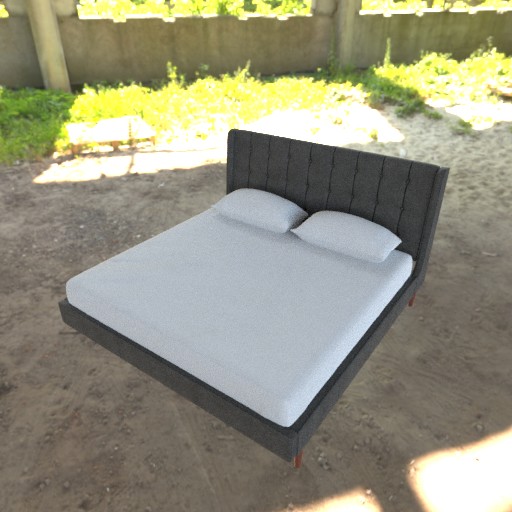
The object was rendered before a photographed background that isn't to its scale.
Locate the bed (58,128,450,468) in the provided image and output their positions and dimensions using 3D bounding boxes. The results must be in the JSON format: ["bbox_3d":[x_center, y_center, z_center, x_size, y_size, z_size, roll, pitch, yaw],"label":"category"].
[{"bbox_3d":[0.000,0.000,2.543,1.531,0.933,1.638,20,35,31],"label":"bed"}]
